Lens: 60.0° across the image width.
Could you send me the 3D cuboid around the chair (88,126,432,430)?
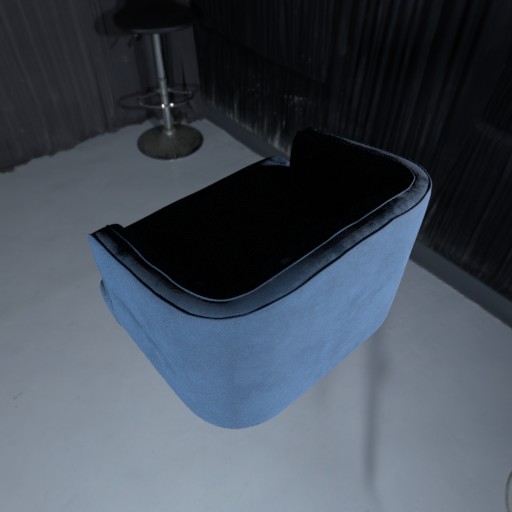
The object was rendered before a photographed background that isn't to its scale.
[{"bbox_3d":[0.000,0.000,1.801,1.094,0.852,0.940,-32,54,-26],"label":"chair"}]
